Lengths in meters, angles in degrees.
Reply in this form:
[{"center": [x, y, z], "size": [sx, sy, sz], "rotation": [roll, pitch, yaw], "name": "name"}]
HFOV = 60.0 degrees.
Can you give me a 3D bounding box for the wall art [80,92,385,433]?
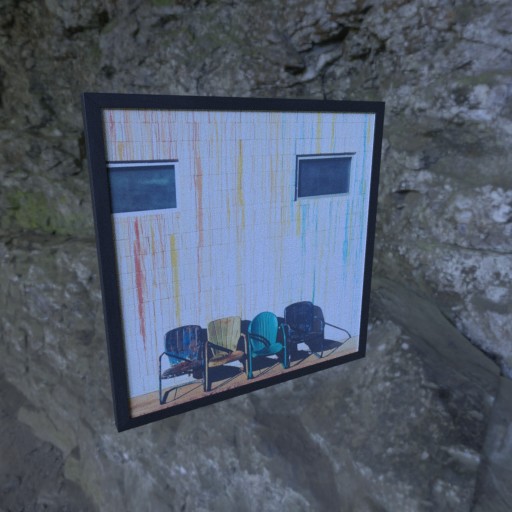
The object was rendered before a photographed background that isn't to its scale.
[{"center": [0.000, 0.000, 1.135], "size": [0.763, 0.763, 0.039], "rotation": [-9, 19, -27], "name": "wall art"}]
